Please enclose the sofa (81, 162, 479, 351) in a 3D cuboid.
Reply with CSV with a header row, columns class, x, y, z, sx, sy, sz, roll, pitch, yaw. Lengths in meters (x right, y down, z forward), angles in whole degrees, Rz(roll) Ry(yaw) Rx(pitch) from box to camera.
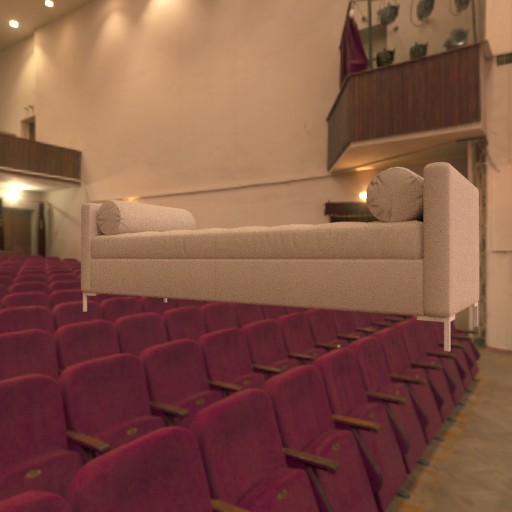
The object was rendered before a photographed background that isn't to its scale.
class,x,y,z,sx,sy,sz,roll,pitch,yaw
sofa,0.000,0.000,2.274,1.981,0.635,0.686,0,0,34
